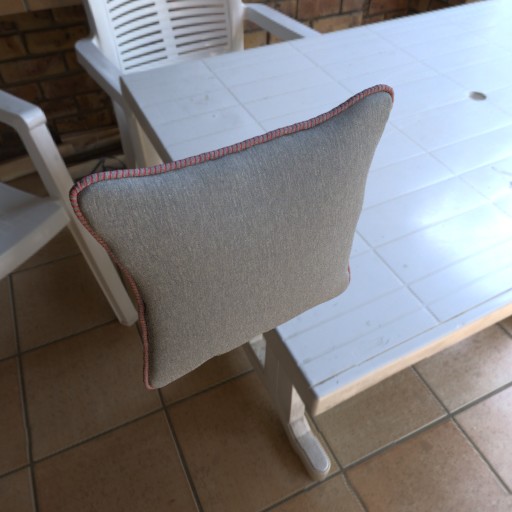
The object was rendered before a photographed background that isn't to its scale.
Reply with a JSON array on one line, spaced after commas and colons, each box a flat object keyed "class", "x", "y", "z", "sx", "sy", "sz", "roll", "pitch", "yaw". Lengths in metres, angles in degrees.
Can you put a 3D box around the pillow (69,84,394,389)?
[{"class": "pillow", "x": 0.000, "y": 0.000, "z": 0.739, "sx": 0.482, "sy": 0.491, "sz": 0.124, "roll": -24, "pitch": 51, "yaw": -21}]
